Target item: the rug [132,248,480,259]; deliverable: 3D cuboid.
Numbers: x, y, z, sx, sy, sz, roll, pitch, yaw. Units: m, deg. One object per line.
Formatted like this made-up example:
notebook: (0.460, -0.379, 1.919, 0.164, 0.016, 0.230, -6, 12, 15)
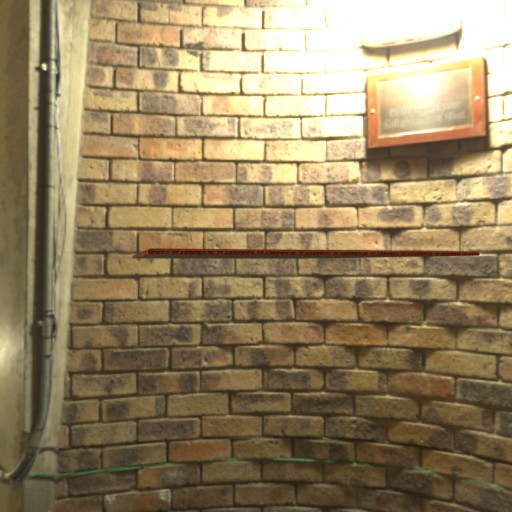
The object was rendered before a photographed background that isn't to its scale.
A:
rug: (0.000, 0.000, 2.360, 1.230, 0.018, 1.835, 0, -1, -17)
